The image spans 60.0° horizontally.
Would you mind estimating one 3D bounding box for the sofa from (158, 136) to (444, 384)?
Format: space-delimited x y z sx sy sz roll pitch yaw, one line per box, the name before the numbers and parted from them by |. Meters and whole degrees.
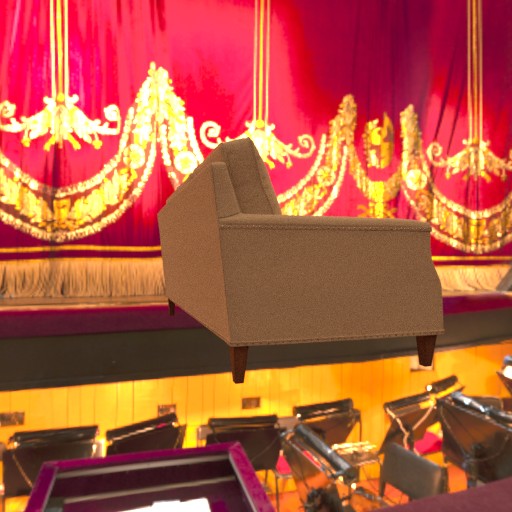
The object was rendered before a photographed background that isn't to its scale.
sofa | 0.000 0.000 2.876 1.084 1.003 2.246 0 0 -18
